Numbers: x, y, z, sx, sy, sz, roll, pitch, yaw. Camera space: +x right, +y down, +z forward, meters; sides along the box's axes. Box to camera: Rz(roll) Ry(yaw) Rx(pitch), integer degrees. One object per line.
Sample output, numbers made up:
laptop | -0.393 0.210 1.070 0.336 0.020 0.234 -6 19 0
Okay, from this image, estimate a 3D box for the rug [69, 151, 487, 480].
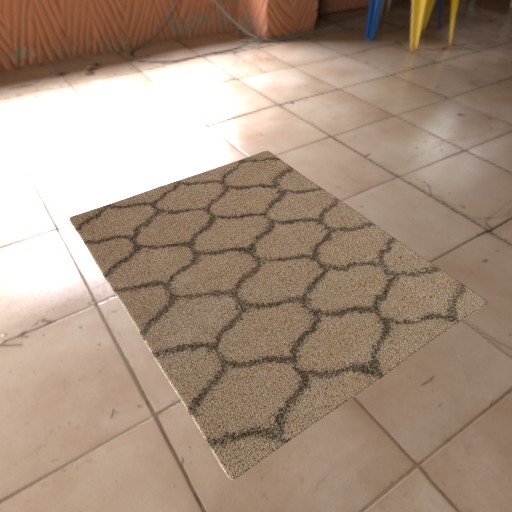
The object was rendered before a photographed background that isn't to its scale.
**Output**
rug | 0.000 0.000 3.911 2.399 0.026 3.000 -24 47 -25
